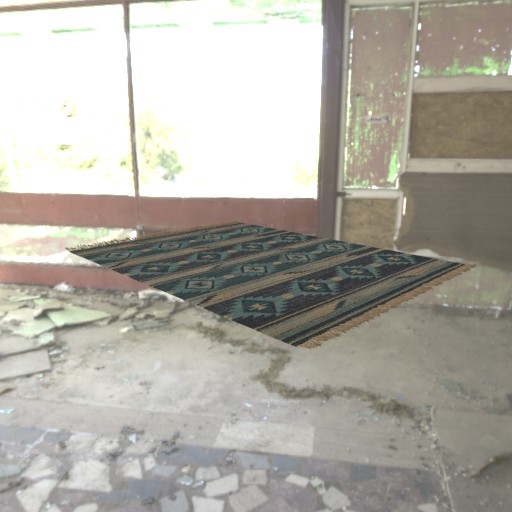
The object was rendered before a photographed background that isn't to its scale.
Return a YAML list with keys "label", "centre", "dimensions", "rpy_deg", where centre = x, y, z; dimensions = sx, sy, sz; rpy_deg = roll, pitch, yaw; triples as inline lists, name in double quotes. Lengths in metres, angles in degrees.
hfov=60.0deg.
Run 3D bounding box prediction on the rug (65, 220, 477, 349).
- label: "rug"
  centre: [0.000, 0.000, 4.331]
  dimensions: [2.418, 0.047, 3.307]
  rpy_deg: [-14, 20, -43]
